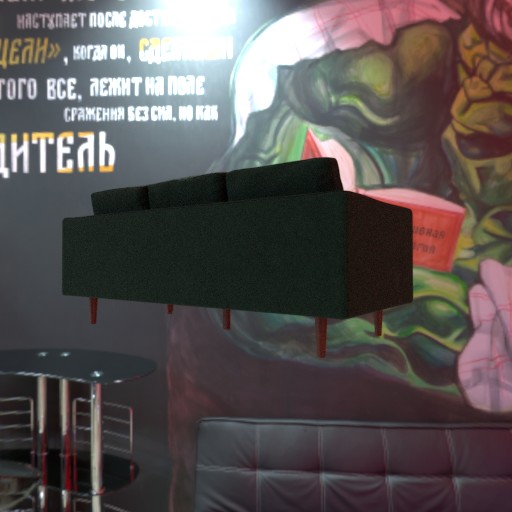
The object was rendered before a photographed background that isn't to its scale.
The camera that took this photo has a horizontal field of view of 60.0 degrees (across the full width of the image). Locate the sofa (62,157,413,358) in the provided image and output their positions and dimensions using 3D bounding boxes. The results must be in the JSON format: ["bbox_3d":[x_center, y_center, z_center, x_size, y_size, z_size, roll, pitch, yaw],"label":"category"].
[{"bbox_3d":[0.000,0.000,2.943,2.030,0.899,1.580,0,-1,36],"label":"sofa"}]
